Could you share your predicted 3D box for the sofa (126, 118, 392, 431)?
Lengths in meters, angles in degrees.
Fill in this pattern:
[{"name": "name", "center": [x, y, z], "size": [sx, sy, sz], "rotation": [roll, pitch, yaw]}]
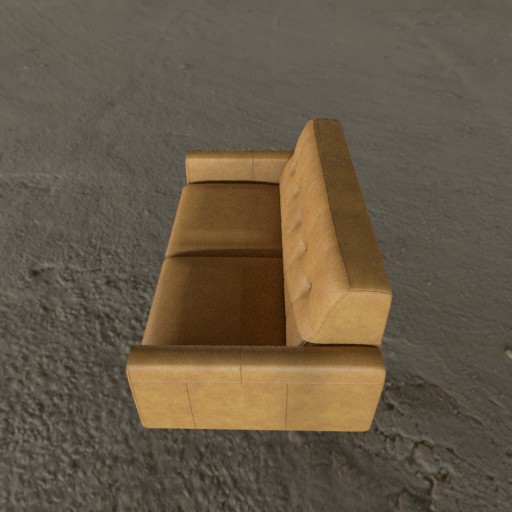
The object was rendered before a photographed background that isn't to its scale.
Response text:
[{"name": "sofa", "center": [0.000, 0.000, 2.275], "size": [0.952, 0.925, 1.651], "rotation": [1, 40, 1]}]
